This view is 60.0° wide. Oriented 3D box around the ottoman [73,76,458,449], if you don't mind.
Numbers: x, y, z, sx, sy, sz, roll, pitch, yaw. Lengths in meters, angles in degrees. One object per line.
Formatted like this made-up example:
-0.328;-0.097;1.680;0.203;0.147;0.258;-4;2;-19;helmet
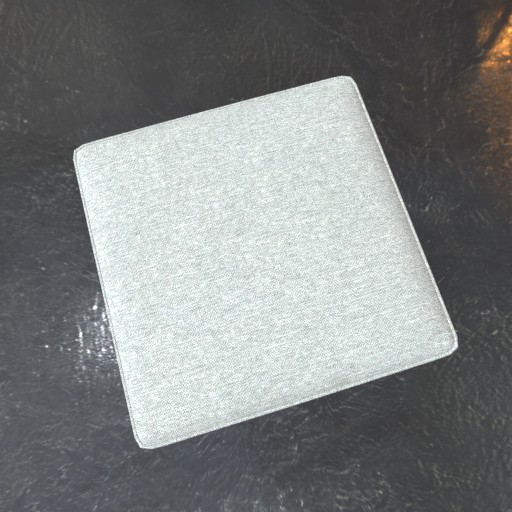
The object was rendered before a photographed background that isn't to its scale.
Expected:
0.000;0.000;1.578;1.005;0.455;1.005;-16;77;-4;ottoman
